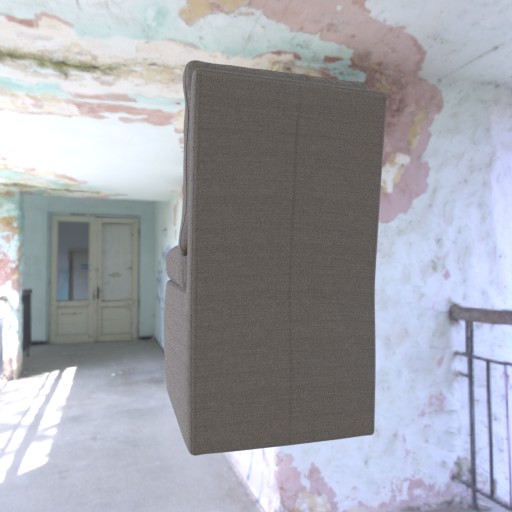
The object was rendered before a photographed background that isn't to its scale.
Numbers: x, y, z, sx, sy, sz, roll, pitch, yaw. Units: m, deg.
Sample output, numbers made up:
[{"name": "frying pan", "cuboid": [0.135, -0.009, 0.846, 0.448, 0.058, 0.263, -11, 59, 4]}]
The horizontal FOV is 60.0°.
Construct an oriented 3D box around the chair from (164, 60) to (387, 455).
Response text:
[{"name": "chair", "cuboid": [0.000, 0.000, 1.333, 0.503, 0.927, 0.698, 1, -2, -16]}]
